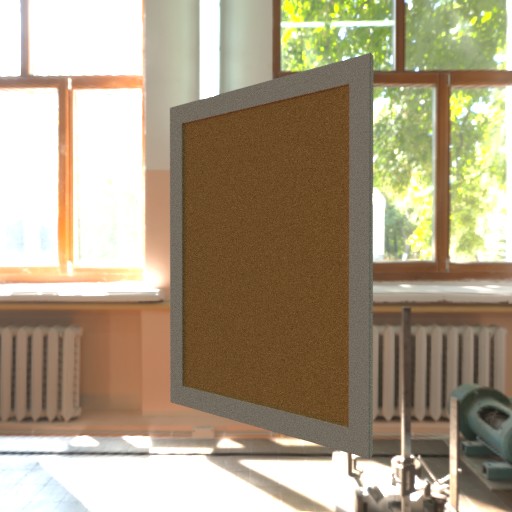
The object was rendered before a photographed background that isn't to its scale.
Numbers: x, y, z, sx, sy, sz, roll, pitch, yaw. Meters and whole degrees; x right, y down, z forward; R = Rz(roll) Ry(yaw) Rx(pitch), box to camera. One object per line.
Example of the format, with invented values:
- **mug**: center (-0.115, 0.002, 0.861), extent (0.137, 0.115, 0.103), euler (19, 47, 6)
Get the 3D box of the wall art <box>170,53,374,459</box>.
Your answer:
- **wall art**: center (0.000, 0.000, 0.690), extent (0.374, 0.529, 0.012), euler (0, 1, 36)
